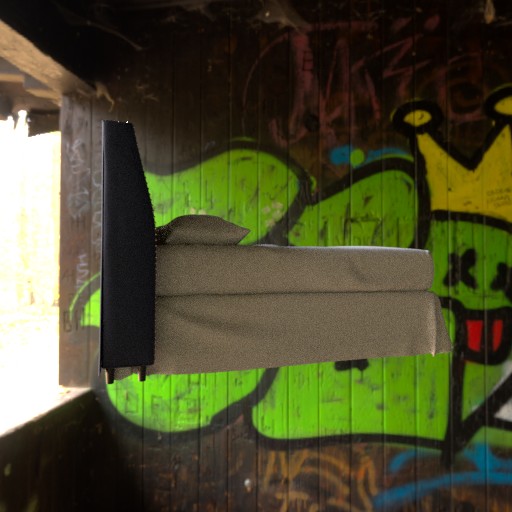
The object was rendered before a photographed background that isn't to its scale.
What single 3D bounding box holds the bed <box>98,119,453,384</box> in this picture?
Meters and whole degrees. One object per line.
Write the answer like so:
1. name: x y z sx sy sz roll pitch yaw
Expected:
1. bed: 0.000 0.000 3.422 2.276 1.332 1.925 0 -1 -19
